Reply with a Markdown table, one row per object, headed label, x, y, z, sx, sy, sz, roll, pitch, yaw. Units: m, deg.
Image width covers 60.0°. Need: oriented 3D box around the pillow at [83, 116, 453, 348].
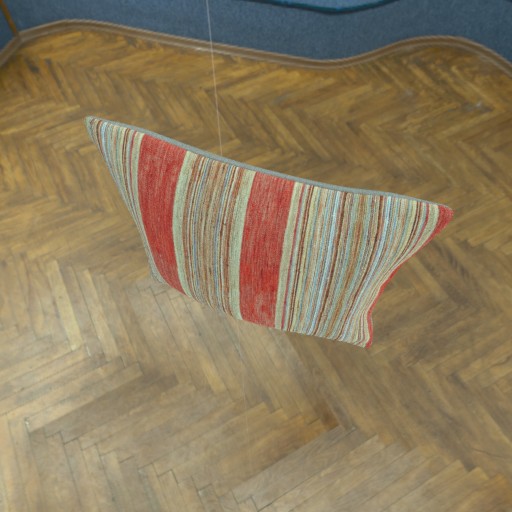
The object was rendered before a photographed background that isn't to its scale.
| label | x | y | z | sx | sy | sz | roll | pitch | yaw |
| --- | --- | --- | --- | --- | --- | --- | --- | --- | --- |
| pillow | 0.000 | 0.000 | 0.663 | 0.437 | 0.419 | 0.136 | 16 | 61 | 9 |
